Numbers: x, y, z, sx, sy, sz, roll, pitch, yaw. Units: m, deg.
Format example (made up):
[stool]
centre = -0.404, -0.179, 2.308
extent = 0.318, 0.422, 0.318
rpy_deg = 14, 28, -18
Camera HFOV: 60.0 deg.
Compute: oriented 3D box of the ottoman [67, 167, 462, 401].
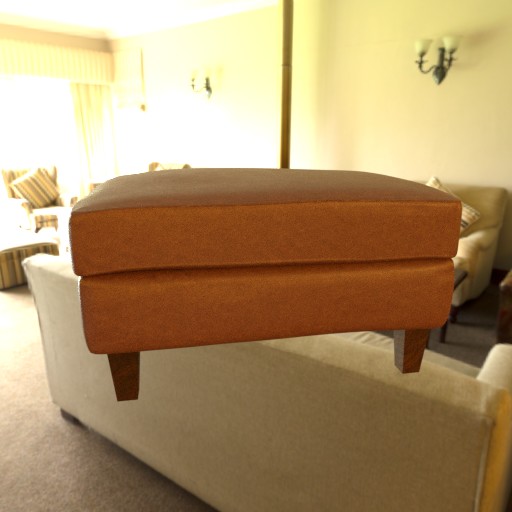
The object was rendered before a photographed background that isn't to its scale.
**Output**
[ottoman]
centre = 0.000, 0.000, 1.245
extent = 0.851, 0.485, 0.650
rpy_deg = -3, 16, -10
